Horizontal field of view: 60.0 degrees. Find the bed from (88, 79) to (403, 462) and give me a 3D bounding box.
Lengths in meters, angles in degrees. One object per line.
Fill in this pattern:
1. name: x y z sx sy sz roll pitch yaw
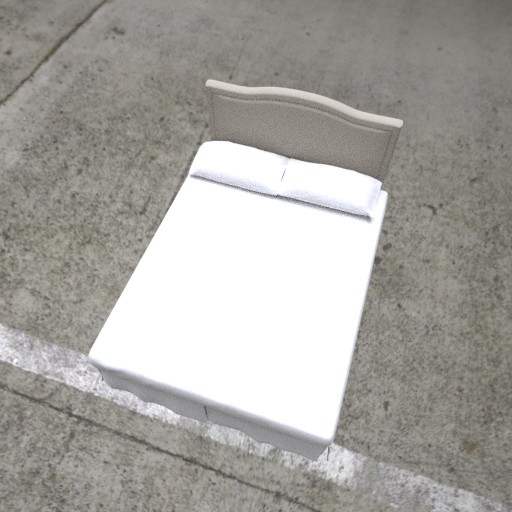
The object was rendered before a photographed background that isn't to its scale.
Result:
1. bed: 0.000 0.000 3.621 1.977 1.437 2.477 16 58 10
